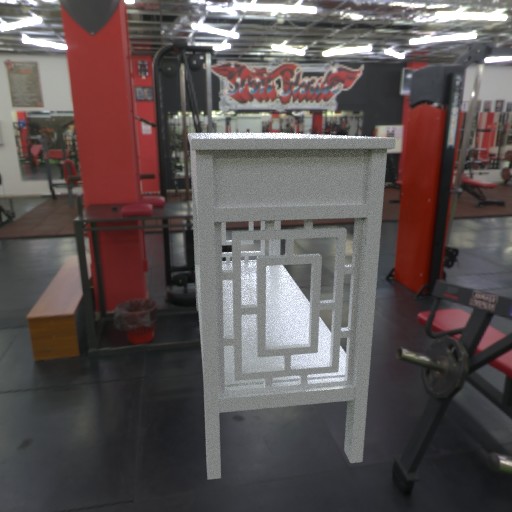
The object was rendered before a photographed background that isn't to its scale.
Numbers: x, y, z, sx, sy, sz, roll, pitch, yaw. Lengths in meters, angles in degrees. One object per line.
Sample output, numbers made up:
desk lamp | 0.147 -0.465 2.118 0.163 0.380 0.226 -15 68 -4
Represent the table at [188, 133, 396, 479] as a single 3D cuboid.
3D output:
table | 0.000 0.000 1.425 0.397 0.753 1.068 -2 16 -8
